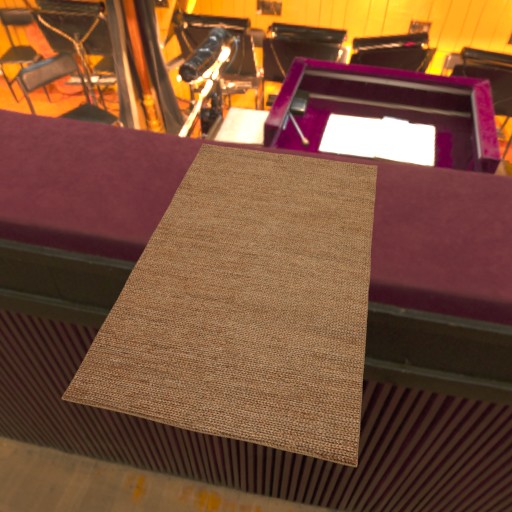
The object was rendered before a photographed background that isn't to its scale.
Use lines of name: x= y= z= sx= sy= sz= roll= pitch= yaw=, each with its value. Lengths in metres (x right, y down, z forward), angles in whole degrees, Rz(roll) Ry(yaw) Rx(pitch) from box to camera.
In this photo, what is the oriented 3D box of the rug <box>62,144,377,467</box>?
rug: x=0.000 y=0.000 z=2.994 sx=1.521 sy=0.034 sz=2.438 roll=9 pitch=48 yaw=9
